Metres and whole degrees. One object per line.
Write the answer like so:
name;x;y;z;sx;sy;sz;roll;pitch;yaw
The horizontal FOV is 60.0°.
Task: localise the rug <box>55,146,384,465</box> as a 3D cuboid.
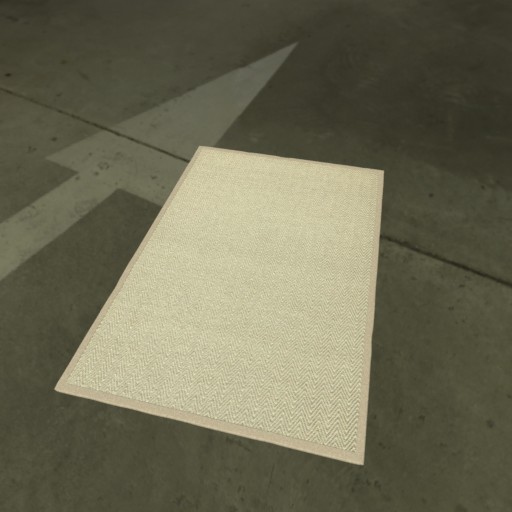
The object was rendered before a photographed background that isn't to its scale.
rug;0.000;0.000;2.867;1.540;0.021;2.290;10;47;9
